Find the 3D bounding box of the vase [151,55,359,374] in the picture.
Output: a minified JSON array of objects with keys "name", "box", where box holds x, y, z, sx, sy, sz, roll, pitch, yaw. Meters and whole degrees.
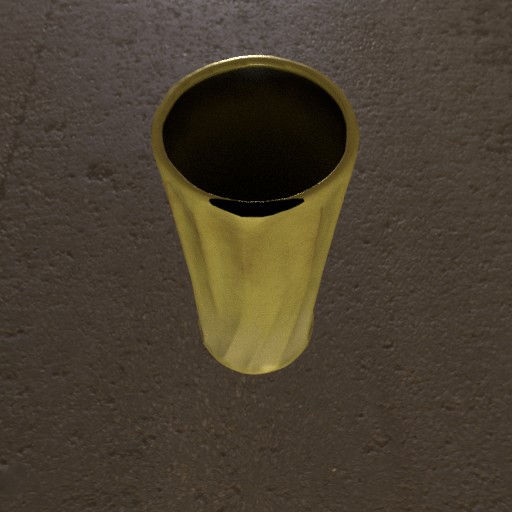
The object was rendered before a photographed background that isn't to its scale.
[{"name":"vase","box":[0.000,0.000,0.174,0.061,0.143,0.061,0,63,0]}]
